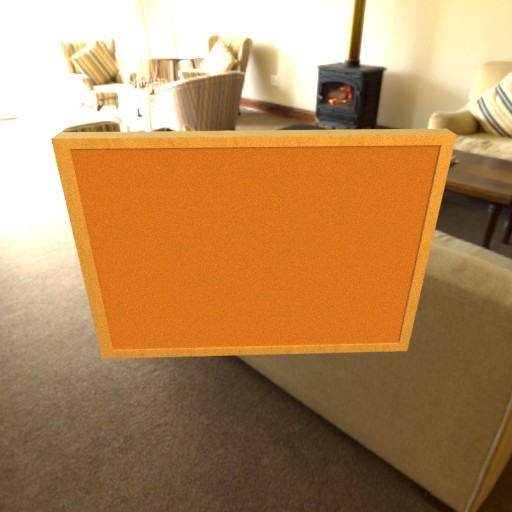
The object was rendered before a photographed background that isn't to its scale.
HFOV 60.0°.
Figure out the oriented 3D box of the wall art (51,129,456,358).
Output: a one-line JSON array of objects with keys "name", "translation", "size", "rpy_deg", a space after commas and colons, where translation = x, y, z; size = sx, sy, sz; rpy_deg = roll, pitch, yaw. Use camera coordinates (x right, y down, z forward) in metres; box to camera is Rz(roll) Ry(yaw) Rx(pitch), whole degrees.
[{"name": "wall art", "translation": [0.000, 0.000, 0.690], "size": [0.532, 0.380, 0.032], "rpy_deg": [-1, 30, -2]}]
